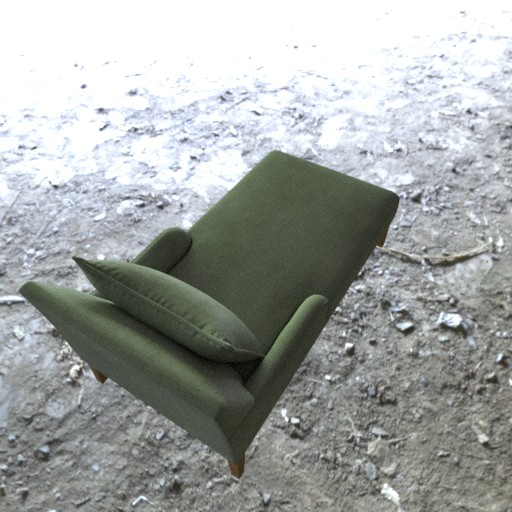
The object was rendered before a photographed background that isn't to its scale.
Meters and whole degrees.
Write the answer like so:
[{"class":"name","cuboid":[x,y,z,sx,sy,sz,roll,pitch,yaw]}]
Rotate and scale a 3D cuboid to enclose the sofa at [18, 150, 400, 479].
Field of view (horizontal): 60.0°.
[{"class":"sofa","cuboid":[0.000,0.000,2.198,0.894,0.859,1.779,25,52,21]}]
